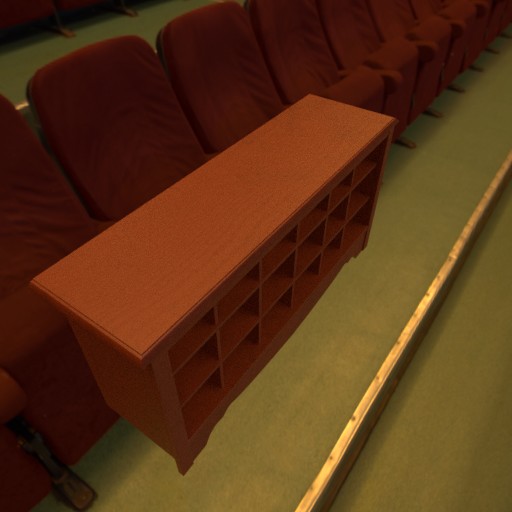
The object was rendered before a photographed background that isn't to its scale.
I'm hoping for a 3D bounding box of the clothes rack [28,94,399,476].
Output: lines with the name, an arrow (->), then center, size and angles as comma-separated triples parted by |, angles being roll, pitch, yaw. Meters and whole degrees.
clothes rack -> 0.000, 0.000, 1.480 | 0.362, 0.594, 1.251 | 26, 49, 25
